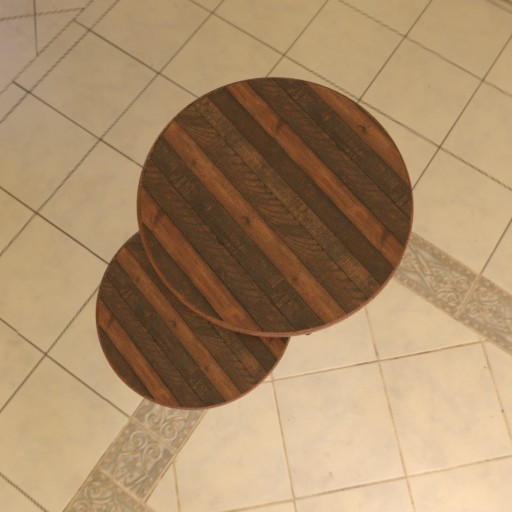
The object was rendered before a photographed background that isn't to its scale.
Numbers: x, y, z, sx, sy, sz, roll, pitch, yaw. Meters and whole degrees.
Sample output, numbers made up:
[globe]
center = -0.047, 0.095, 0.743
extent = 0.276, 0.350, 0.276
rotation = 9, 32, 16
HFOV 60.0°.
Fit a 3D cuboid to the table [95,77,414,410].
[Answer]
[table]
center = 0.000, 0.000, 1.603
extent = 0.870, 0.516, 1.152
rotation = 24, 77, 6
